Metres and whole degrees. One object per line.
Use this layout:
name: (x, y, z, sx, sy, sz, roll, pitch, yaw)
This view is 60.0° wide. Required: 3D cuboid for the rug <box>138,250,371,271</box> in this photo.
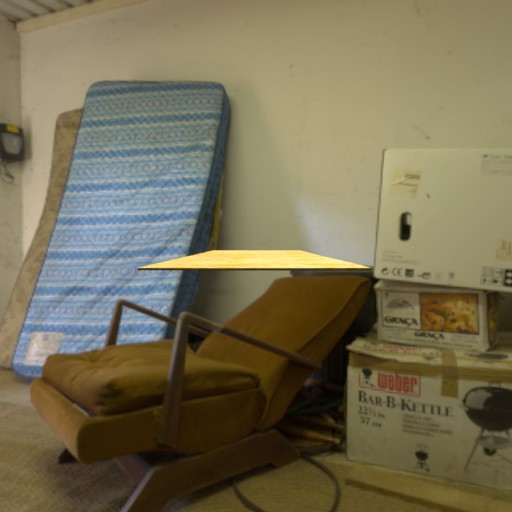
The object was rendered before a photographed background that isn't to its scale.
rug: (0.000, 0.000, 2.656, 0.775, 0.010, 2.438, 0, 2, 0)
